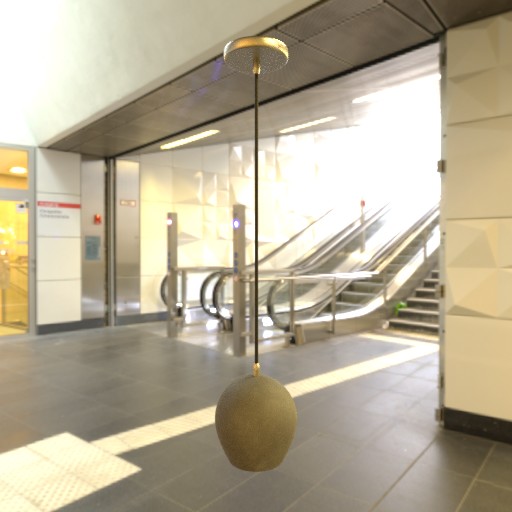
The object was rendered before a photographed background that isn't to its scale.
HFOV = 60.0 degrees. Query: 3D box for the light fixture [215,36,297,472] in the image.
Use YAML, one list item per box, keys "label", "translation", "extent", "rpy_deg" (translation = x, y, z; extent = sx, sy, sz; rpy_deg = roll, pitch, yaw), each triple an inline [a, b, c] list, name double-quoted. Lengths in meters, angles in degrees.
- label: "light fixture"
  translation: [0.000, 0.000, 0.826]
  extent: [0.153, 0.760, 0.153]
  rpy_deg: [0, 1, 19]
